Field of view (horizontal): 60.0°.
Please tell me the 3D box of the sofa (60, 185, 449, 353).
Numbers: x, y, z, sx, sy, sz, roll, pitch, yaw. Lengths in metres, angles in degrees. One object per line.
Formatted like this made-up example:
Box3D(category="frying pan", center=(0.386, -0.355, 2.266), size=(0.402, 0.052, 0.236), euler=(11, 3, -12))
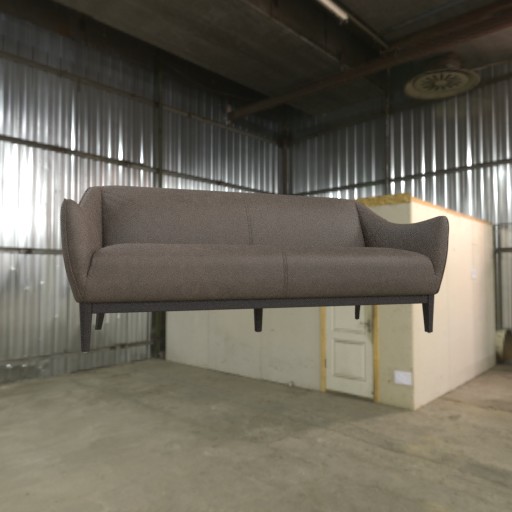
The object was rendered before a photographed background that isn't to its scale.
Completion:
Box3D(category="sofa", center=(0.000, 0.000, 2.449), size=(1.928, 0.831, 0.869), euler=(1, -2, -19))
